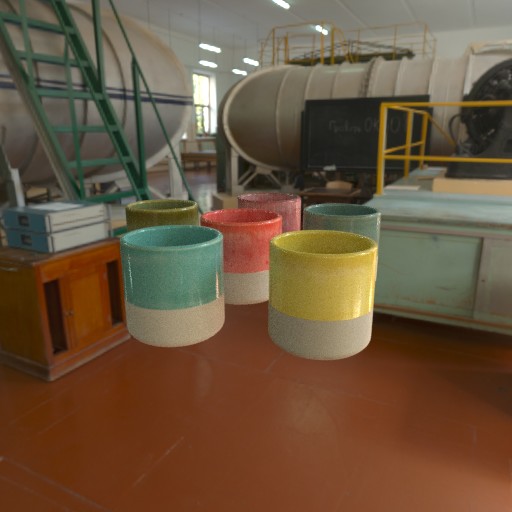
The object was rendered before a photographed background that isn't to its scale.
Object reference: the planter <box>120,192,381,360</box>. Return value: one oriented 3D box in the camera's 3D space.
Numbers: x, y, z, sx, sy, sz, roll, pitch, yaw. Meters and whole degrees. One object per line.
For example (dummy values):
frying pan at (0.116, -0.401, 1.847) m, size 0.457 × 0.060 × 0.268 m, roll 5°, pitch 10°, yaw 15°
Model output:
planter at (0.000, 0.000, 0.412) m, size 0.257 × 0.075 × 0.286 m, roll -8°, pitch 18°, yaw -28°
